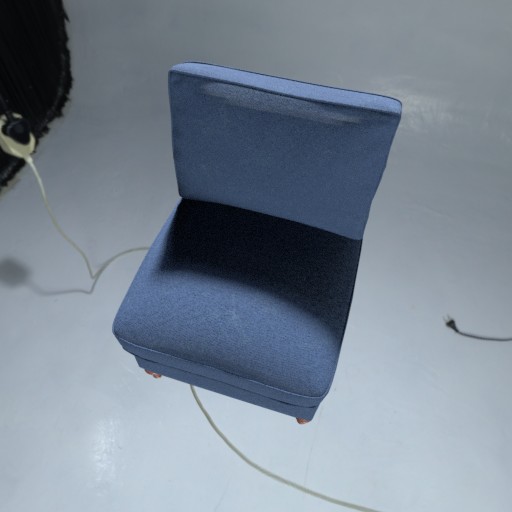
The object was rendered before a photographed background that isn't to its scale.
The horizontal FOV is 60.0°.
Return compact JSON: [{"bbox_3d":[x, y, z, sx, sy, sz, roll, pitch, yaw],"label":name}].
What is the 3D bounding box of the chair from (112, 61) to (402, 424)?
[{"bbox_3d":[0.000,0.000,1.586,0.724,1.052,0.912,15,58,9],"label":"chair"}]
